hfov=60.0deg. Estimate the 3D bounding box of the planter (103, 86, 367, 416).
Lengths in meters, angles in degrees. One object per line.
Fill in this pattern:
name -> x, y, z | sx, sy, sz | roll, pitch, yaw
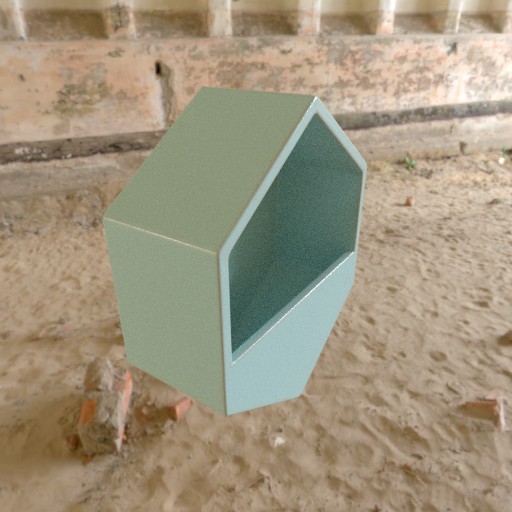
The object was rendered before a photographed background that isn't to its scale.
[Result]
planter -> 0.000, 0.000, 0.293 | 0.078, 0.207, 0.169 | 17, 32, 30
